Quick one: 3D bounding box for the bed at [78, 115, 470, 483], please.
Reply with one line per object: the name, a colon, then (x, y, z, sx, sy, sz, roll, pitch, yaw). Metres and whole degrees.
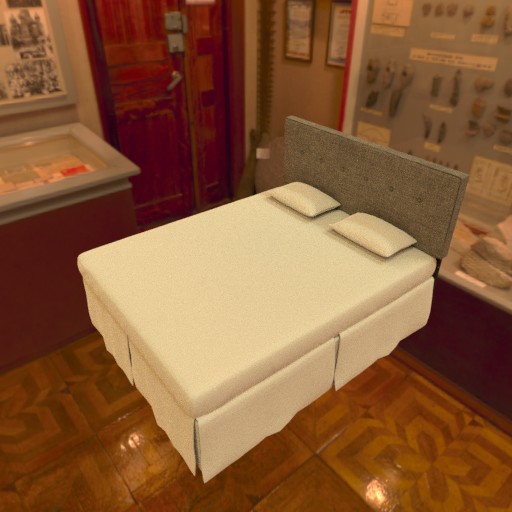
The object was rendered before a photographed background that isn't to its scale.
bed: (0.000, 0.000, 2.940, 1.958, 1.168, 1.621, -23, 40, -31)
